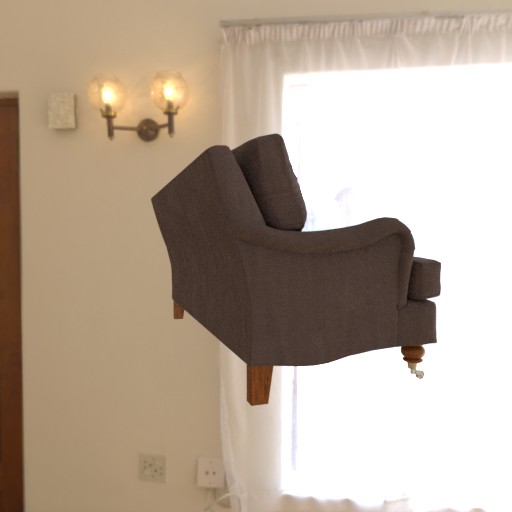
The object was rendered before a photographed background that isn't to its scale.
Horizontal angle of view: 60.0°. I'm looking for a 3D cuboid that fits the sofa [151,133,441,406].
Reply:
[{"bbox_3d":[0.000,0.000,2.785,1.086,1.087,2.165,-1,2,-19],"label":"sofa"}]
